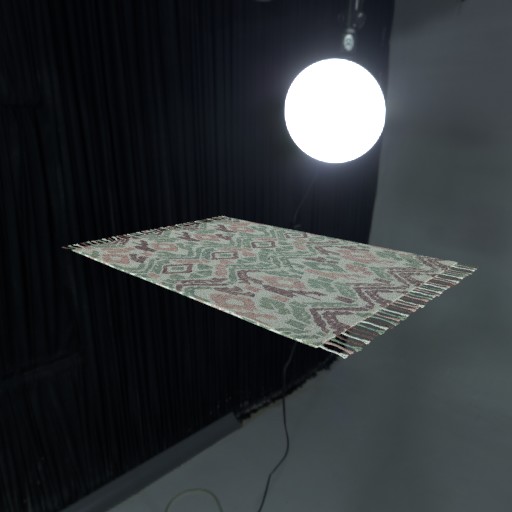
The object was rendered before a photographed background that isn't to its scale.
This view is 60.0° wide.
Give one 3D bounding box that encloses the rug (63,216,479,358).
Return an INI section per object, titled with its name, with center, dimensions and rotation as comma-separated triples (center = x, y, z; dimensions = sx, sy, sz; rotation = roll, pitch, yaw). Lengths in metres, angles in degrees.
[rug]
center = 0.000, 0.000, 2.290
dimensions = 1.829, 0.010, 1.219
rotation = 15, 22, 41
